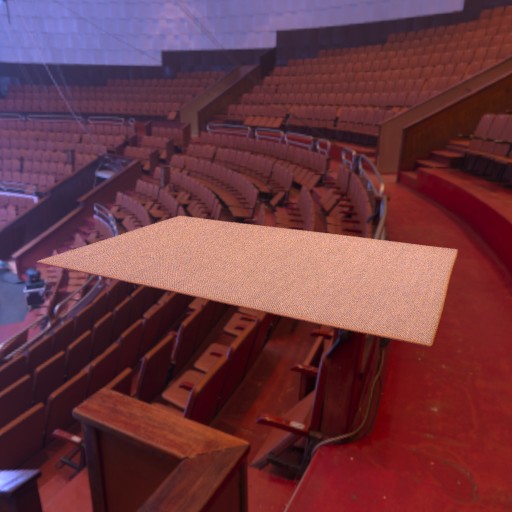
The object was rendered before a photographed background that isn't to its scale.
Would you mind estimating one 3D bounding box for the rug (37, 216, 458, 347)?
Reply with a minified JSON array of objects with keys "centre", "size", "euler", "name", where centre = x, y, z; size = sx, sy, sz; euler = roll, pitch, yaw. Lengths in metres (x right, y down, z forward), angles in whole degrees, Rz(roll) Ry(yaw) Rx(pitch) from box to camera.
[{"centre":[0.000,0.000,2.079],"size":[1.678,0.013,1.078],"euler":[9,20,26],"name":"rug"}]
